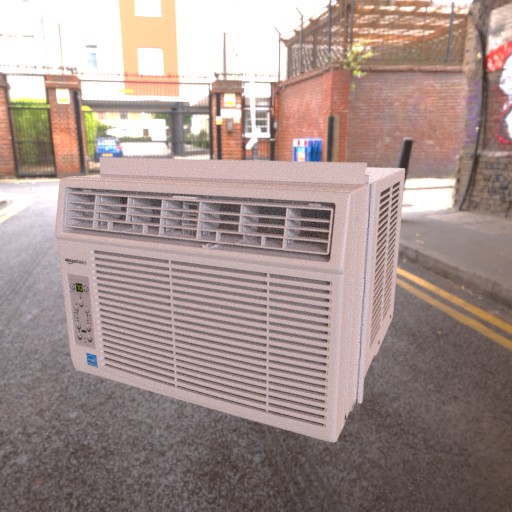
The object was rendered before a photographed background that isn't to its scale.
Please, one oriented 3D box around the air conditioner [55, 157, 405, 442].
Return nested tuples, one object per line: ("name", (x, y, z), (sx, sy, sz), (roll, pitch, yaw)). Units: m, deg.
("air conditioner", (0.000, 0.000, 0.887), (0.503, 0.388, 0.546), (7, 16, 24))
